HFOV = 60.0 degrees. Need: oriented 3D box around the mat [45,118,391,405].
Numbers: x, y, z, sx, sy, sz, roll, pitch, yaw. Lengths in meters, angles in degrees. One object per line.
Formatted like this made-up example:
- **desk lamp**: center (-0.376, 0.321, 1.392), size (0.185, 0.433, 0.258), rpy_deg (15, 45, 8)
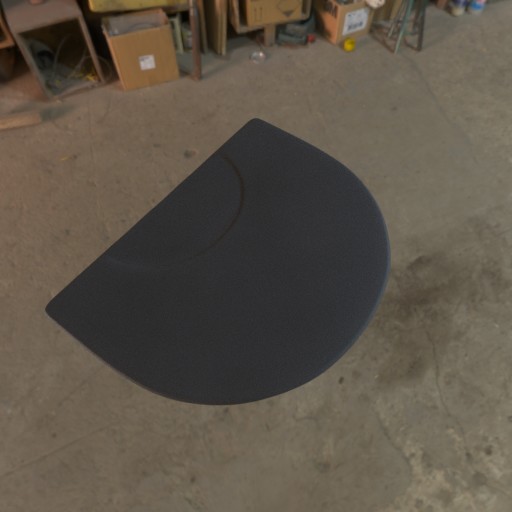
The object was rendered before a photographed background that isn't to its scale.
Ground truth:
- **mat**: center (0.000, 0.000, 1.612), size (0.917, 0.016, 1.220), rpy_deg (32, 63, 19)
